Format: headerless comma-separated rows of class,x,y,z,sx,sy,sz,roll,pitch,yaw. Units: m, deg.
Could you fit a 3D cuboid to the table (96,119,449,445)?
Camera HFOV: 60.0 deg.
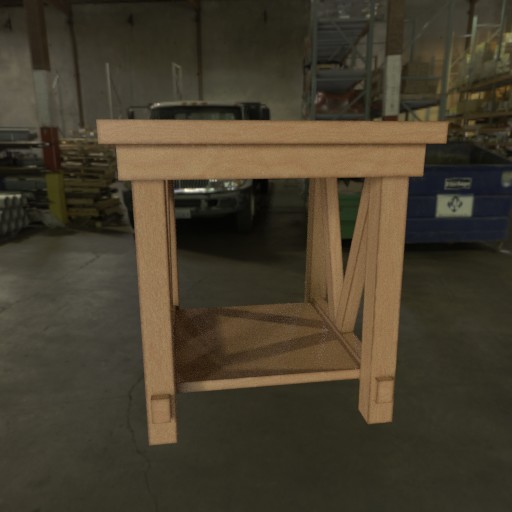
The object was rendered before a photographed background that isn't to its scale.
table,0.000,0.000,1.128,0.610,0.638,0.612,-2,15,-8
